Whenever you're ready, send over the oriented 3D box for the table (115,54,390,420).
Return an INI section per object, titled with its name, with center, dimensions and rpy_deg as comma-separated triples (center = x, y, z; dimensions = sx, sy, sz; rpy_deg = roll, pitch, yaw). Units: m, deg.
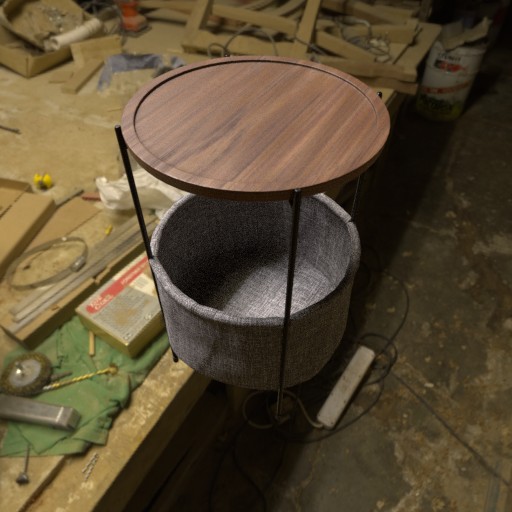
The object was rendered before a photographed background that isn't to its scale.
[table]
center = 0.000, 0.000, 0.873
dimensions = 0.400, 0.623, 0.400
rpy_deg = 23, 51, 21
